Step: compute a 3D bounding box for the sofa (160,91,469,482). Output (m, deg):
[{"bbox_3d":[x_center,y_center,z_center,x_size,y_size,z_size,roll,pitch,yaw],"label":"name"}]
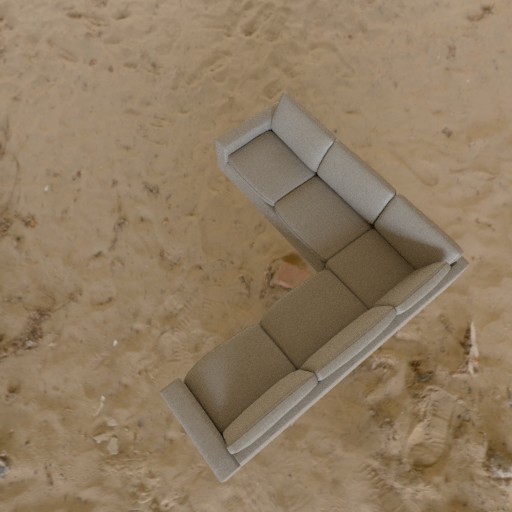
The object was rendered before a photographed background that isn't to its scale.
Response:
[{"bbox_3d":[0.000,0.000,4.120,2.742,0.800,2.622,-36,69,-16],"label":"sofa"}]
